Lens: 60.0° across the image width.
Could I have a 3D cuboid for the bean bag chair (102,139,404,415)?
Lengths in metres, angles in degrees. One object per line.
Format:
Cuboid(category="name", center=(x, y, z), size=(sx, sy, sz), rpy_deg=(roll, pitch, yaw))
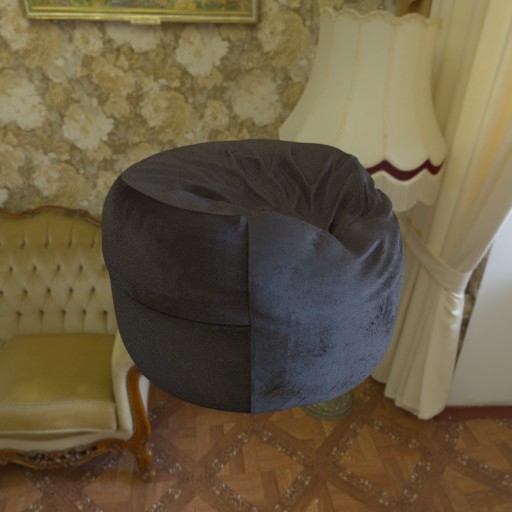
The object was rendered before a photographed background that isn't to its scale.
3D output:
Cuboid(category="bean bag chair", center=(0.000, 0.000, 1.433), size=(0.918, 0.605, 0.918), rpy_deg=(0, 28, 0))
